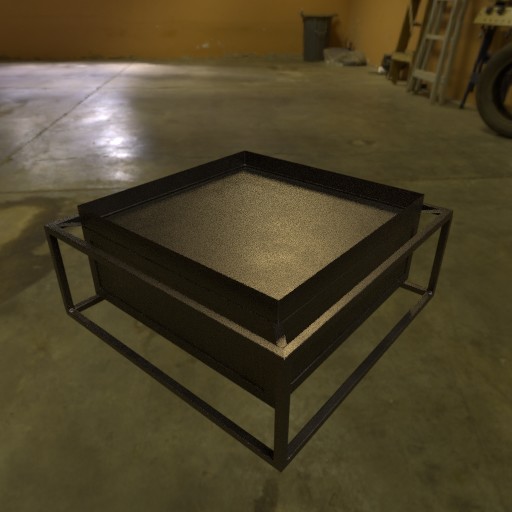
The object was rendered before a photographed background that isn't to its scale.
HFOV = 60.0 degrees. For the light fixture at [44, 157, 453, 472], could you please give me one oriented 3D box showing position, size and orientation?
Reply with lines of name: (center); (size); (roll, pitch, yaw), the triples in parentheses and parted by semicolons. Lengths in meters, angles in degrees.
light fixture: (0.000, 0.000, 0.703); (0.441, 0.191, 0.441); (22, 36, 34)
